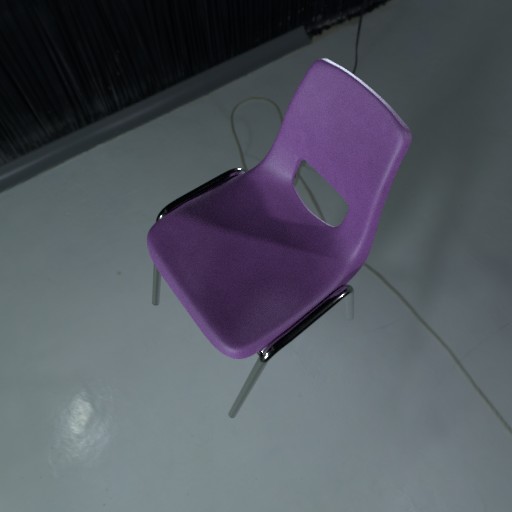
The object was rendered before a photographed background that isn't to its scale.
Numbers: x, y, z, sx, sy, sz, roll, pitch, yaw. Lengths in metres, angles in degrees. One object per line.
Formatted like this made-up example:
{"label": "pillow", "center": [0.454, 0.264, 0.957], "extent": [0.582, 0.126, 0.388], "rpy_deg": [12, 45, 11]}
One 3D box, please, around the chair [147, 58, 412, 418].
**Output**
{"label": "chair", "center": [0.000, 0.000, 0.911], "extent": [0.432, 0.654, 0.381], "rpy_deg": [-34, 68, -16]}
